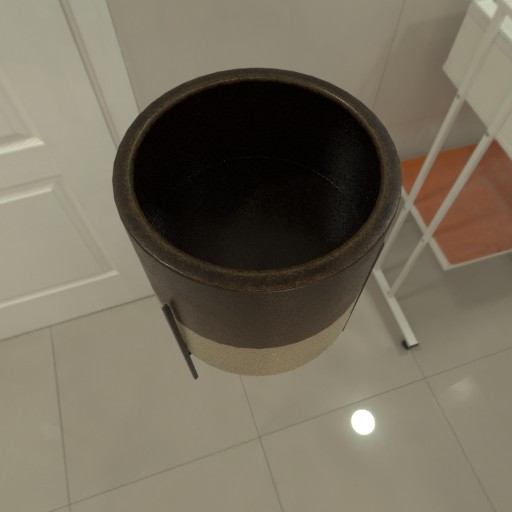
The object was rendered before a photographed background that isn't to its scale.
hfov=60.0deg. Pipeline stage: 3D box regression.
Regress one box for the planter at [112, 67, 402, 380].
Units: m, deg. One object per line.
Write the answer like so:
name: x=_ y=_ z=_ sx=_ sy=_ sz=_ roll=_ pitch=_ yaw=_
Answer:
planter: x=0.000 y=0.000 z=0.727 sx=0.345 sy=0.465 sz=0.354 roll=-16 pitch=61 yaw=-9
